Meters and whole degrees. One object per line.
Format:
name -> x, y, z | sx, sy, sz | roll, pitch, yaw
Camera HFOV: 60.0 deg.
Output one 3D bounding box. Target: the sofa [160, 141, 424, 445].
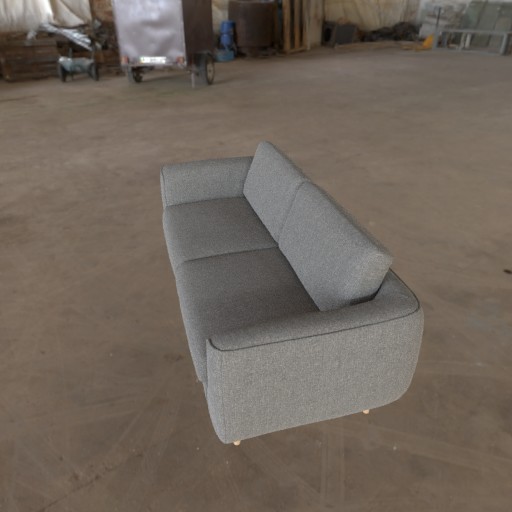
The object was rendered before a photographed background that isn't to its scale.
sofa -> 0.000, 0.000, 2.464 | 0.920, 0.870, 2.000 | -8, 32, -13
